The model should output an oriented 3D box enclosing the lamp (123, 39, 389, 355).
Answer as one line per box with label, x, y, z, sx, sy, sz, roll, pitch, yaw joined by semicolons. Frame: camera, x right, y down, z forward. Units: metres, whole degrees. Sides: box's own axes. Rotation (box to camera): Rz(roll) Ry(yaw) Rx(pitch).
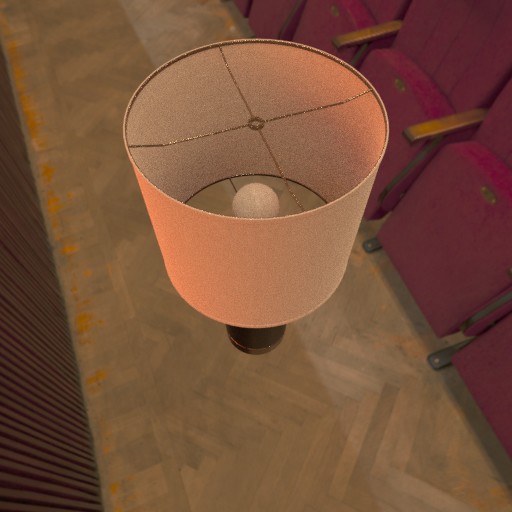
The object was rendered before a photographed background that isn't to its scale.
lamp;0.000;0.000;0.609;0.241;0.482;0.240;-16;59;-10
